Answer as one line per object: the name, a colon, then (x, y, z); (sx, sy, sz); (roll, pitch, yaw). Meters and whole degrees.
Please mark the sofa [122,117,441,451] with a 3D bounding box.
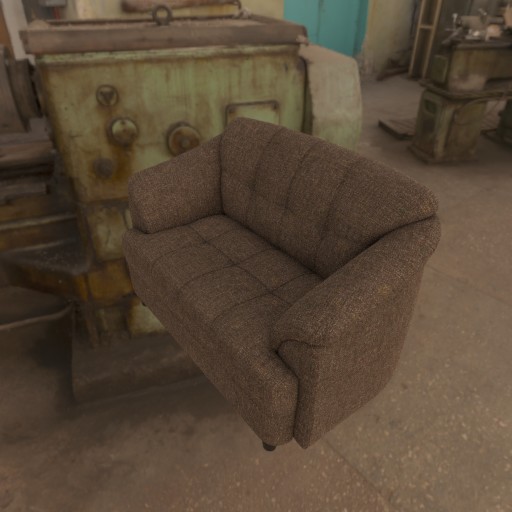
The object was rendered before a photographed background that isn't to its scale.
sofa: (0.000, 0.000, 1.954); (0.799, 0.895, 1.404); (-22, 39, -30)
